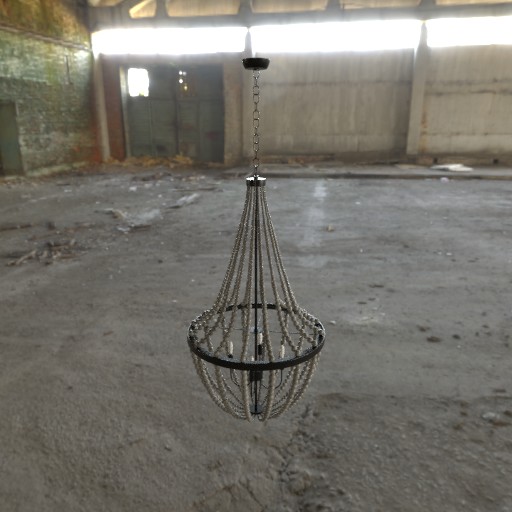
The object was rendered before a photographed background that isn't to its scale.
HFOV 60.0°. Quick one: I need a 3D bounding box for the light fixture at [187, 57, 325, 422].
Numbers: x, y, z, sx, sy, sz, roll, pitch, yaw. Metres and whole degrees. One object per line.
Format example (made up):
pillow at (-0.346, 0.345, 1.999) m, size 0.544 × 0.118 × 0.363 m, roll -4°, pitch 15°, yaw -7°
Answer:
light fixture at (0.000, 0.000, 1.387) m, size 0.450 × 1.133 × 0.450 m, roll 0°, pitch 16°, yaw 0°
